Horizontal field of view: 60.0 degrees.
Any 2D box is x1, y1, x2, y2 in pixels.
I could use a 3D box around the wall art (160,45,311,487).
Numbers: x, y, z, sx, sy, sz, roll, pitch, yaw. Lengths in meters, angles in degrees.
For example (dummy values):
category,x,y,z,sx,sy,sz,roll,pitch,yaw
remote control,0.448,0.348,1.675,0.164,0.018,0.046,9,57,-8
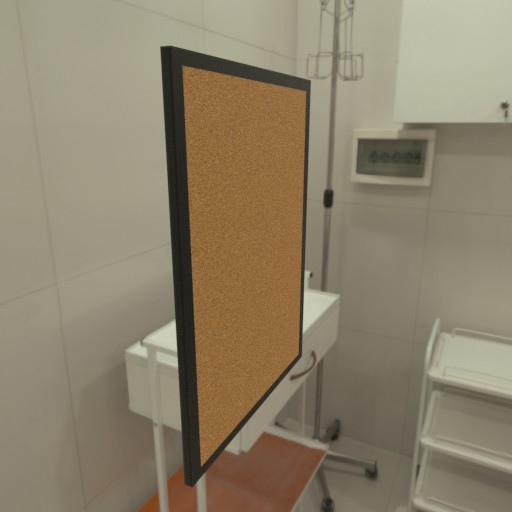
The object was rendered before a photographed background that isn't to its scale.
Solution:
category,x,y,z,sx,sy,sz,roll,pitch,yaw
wall art,0.000,0.000,0.835,0.016,0.657,0.480,8,18,26
